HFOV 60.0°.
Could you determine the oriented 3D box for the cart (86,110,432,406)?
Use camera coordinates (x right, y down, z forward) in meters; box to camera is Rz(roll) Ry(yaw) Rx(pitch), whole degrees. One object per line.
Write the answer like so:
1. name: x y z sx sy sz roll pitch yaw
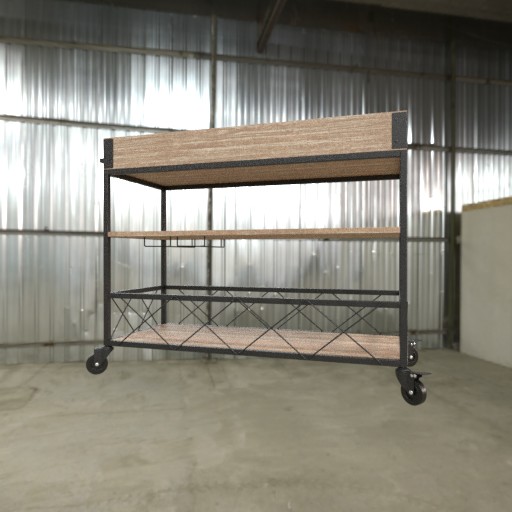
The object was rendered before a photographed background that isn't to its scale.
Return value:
1. cart: 0.000 0.000 1.530 1.101 0.787 0.500 0 0 18
